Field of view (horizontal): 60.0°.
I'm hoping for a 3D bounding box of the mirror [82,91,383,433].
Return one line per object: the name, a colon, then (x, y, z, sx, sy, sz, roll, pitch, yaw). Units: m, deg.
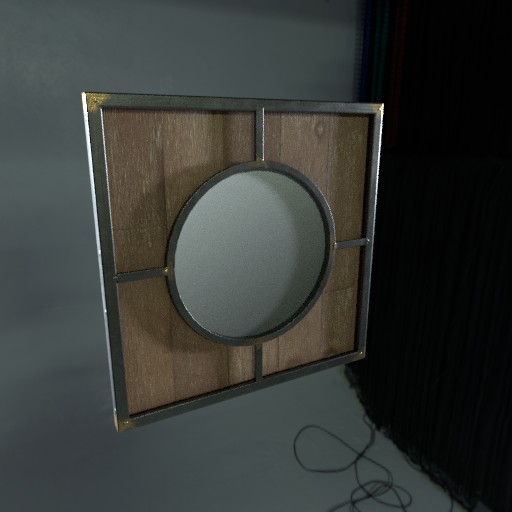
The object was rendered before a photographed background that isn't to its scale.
mirror: (0.000, 0.000, 0.568, 0.382, 0.381, 0.020, -8, 18, -27)
